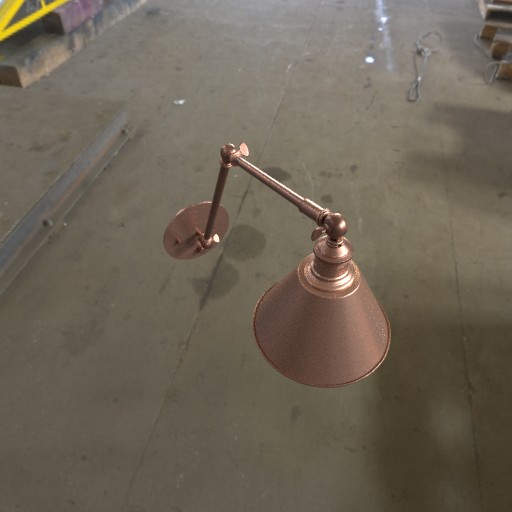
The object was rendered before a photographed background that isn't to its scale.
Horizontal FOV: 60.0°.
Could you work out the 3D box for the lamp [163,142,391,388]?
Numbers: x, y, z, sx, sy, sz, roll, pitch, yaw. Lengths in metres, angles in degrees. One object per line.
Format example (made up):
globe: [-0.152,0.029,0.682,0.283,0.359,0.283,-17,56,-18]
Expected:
lamp: [0.000,0.000,0.857,0.223,0.502,0.624,-24,51,-21]
